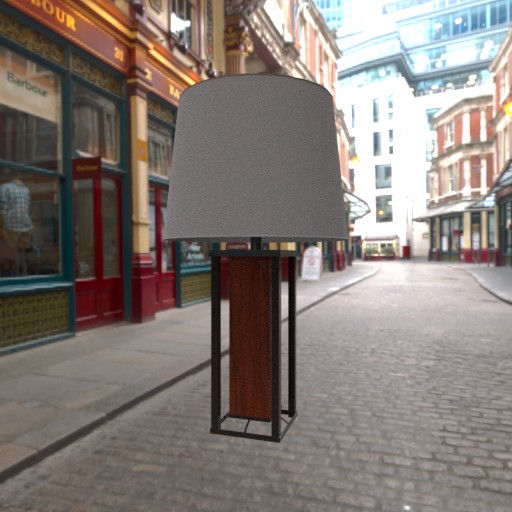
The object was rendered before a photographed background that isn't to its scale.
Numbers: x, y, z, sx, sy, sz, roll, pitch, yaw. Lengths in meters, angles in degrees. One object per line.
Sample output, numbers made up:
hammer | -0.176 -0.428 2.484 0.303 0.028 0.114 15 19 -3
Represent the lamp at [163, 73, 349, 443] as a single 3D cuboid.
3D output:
lamp | 0.000 0.000 0.778 0.320 0.591 0.320 0 0 0
